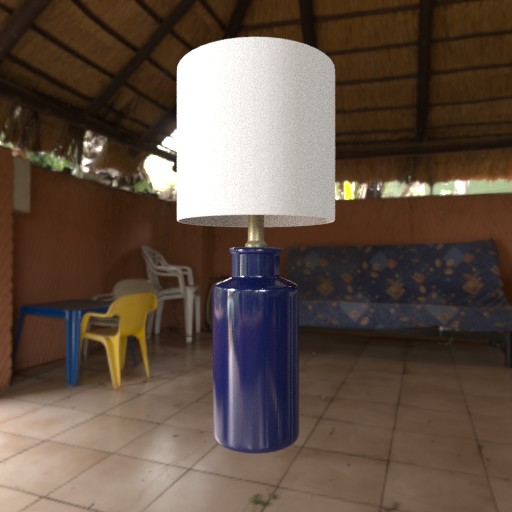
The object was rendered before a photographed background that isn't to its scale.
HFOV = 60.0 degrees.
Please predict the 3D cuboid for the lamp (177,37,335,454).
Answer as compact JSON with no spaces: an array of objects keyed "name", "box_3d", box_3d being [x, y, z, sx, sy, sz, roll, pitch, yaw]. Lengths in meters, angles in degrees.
[{"name":"lamp","box_3d":[0.000,0.000,0.603,0.212,0.493,0.212,0,0,20]}]
